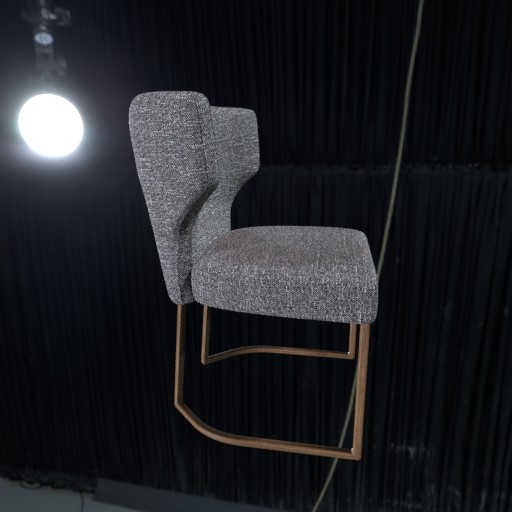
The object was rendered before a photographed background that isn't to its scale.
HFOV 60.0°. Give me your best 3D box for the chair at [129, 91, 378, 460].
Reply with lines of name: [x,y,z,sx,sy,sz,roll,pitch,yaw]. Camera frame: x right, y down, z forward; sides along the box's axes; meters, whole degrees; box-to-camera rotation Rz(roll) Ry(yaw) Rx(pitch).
chair: [0.000,0.000,1.221,0.617,0.824,0.611,3,15,10]
